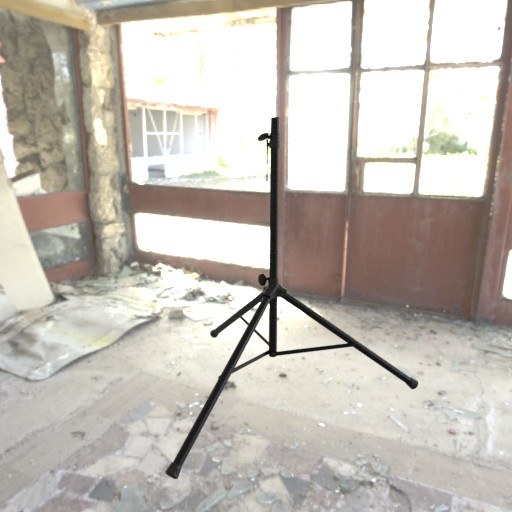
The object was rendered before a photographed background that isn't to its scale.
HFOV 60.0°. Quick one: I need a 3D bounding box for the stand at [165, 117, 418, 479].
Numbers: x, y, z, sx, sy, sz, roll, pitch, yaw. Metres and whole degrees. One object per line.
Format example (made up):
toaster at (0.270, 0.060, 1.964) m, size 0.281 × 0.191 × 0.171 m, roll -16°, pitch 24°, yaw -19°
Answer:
stand at (0.000, 0.000, 2.695) m, size 1.596 × 1.595 × 1.339 m, roll -8°, pitch 17°, yaw -27°
